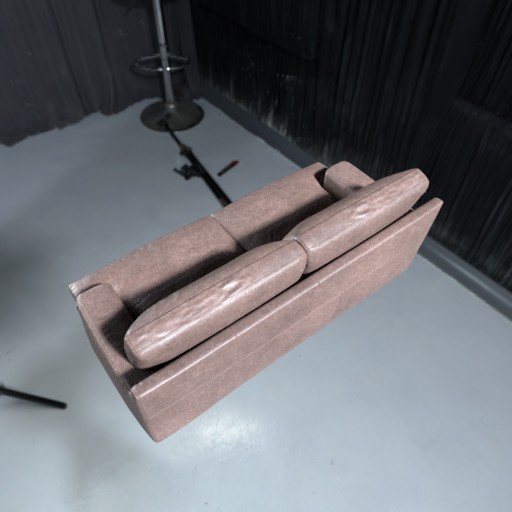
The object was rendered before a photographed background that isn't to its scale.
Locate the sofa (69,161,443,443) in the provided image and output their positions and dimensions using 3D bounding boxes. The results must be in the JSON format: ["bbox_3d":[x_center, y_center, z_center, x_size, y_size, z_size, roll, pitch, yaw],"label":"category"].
[{"bbox_3d":[0.000,0.000,2.907,2.261,0.941,1.143,-30,54,-24],"label":"sofa"}]
